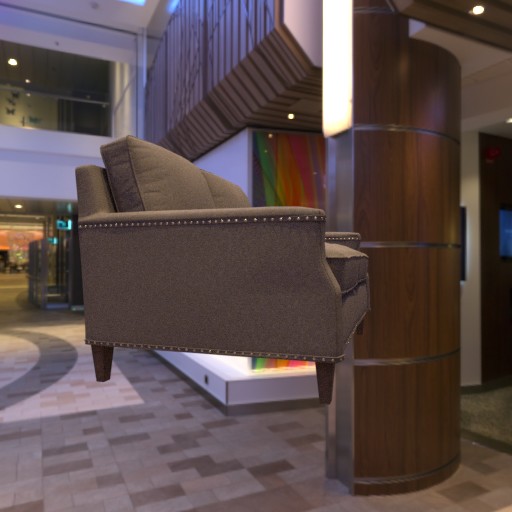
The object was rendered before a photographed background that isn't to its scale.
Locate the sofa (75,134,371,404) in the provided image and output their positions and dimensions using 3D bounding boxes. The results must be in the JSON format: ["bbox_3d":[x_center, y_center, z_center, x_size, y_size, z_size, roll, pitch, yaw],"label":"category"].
[{"bbox_3d":[0.000,0.000,2.327,1.084,1.003,1.597,0,-1,18],"label":"sofa"}]
